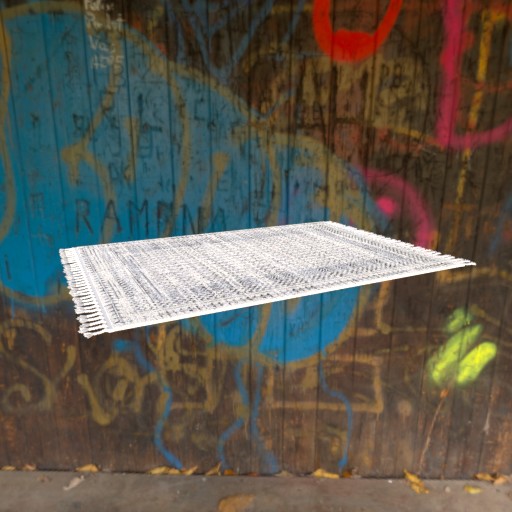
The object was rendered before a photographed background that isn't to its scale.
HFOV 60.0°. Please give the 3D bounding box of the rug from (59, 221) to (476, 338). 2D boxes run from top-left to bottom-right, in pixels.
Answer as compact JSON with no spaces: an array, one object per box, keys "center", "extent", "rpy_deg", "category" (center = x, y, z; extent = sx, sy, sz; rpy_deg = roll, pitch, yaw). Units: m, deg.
[{"center":[0.000,0.000,2.343],"extent":[1.872,0.013,1.243],"rpy_deg":[-8,17,-26],"category":"rug"}]
